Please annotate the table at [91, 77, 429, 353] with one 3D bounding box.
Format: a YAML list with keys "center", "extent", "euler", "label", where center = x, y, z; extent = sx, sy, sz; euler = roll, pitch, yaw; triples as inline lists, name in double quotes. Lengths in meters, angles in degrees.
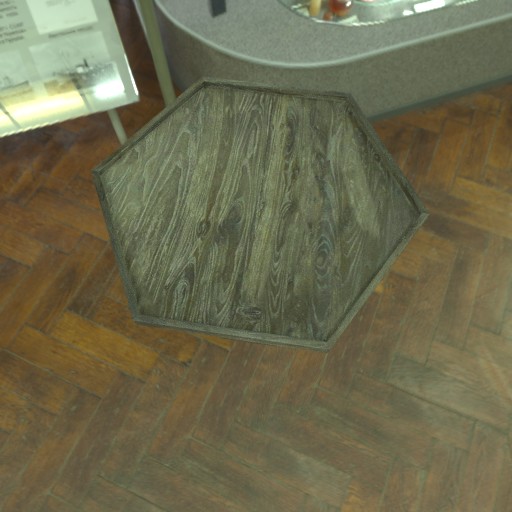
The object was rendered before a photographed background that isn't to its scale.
- center: [0.000, 0.000, 1.148]
  extent: [0.592, 0.586, 0.683]
  euler: [36, 69, 16]
  label: "table"
